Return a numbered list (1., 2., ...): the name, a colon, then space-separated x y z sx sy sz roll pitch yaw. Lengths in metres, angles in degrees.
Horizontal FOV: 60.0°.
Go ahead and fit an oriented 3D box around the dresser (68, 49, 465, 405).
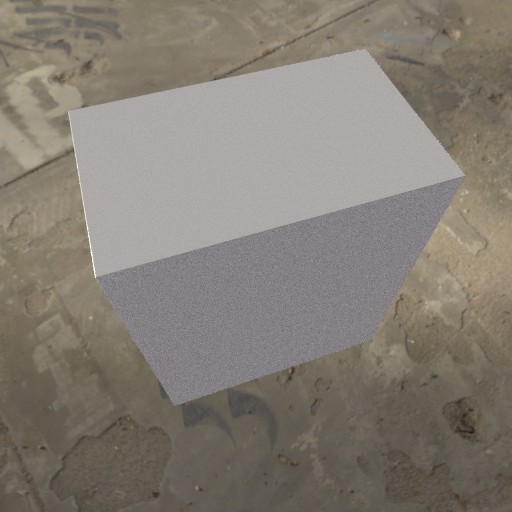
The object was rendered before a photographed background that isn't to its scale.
1. dresser: 0.000 0.000 1.168 0.650 0.800 0.400 -16 59 -10
